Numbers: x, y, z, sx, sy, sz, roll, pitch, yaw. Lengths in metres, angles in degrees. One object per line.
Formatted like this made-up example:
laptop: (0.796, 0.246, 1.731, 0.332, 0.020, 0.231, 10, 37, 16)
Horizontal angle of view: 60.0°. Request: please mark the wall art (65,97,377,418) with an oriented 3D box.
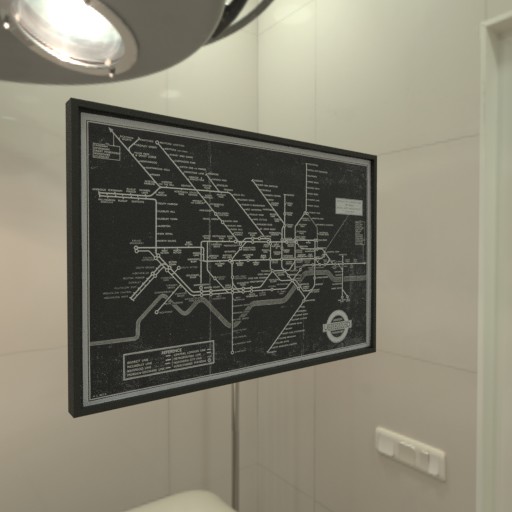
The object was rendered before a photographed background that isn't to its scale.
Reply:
wall art: (0.000, 0.000, 0.555, 0.443, 0.301, 0.021, -1, 1, -36)
